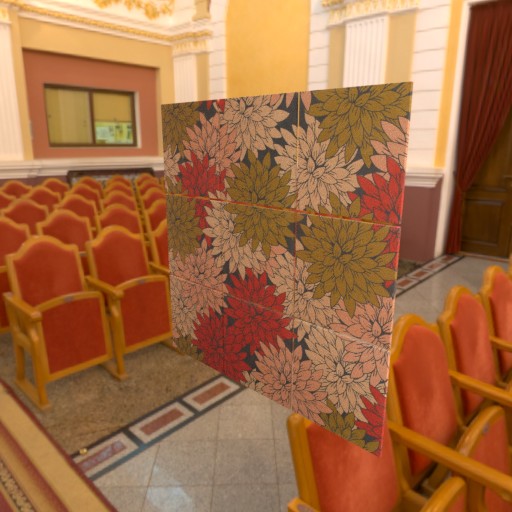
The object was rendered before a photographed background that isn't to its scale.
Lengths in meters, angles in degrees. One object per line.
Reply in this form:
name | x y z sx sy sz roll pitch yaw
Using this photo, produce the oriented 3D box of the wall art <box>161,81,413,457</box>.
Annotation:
wall art | 0.000 0.000 1.786 1.206 1.218 0.013 14 20 42
